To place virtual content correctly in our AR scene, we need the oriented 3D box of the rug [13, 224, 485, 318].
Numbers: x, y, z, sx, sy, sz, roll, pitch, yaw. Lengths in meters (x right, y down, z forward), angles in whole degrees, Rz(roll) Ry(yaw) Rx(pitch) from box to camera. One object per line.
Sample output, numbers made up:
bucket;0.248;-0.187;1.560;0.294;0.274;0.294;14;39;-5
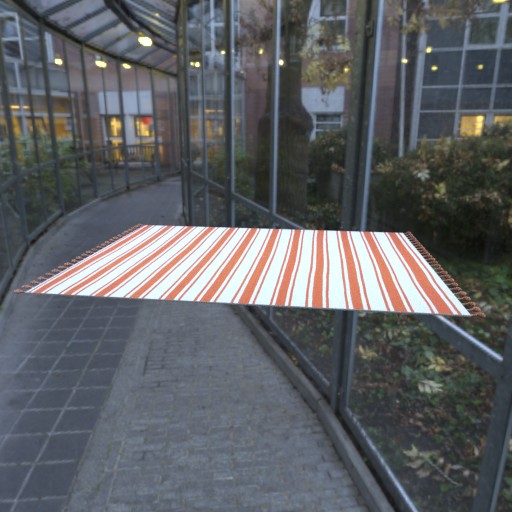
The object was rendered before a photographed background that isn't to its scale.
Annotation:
rug;0.000;0.000;4.276;3.369;0.035;2.451;2;16;7
